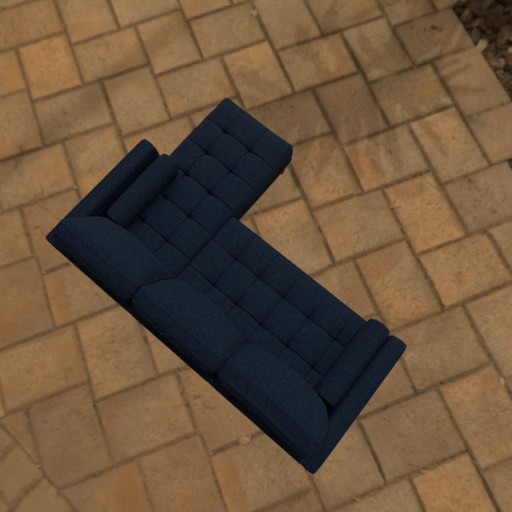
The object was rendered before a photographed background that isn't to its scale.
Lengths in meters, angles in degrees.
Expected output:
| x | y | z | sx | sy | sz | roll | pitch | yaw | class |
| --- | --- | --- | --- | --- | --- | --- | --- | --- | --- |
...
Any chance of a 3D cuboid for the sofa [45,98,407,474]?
| x | y | z | sx | sy | sz | roll | pitch | yaw | class |
| --- | --- | --- | --- | --- | --- | --- | --- | --- | --- |
| 0.000 | 0.000 | 2.941 | 2.185 | 0.841 | 1.613 | 39 | 78 | 9 | sofa |
